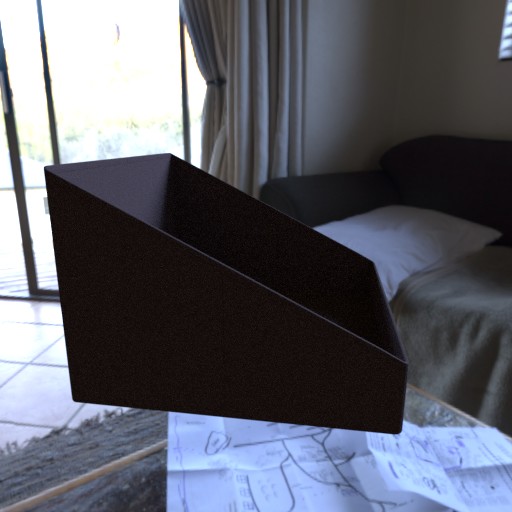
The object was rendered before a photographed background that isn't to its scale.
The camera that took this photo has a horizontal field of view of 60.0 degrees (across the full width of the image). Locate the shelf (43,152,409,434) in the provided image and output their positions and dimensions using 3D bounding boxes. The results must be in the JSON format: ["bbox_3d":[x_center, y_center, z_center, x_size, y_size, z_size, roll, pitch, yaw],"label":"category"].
[{"bbox_3d":[0.000,0.000,0.487,0.292,0.210,0.292,2,15,9],"label":"shelf"}]
